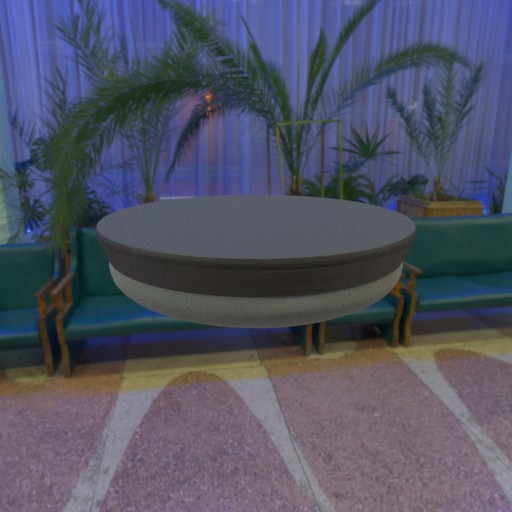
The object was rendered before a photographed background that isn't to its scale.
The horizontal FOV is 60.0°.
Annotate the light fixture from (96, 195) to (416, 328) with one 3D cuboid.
[{"bbox_3d":[0.000,0.000,0.551,0.368,0.100,0.368,0,16,0],"label":"light fixture"}]
